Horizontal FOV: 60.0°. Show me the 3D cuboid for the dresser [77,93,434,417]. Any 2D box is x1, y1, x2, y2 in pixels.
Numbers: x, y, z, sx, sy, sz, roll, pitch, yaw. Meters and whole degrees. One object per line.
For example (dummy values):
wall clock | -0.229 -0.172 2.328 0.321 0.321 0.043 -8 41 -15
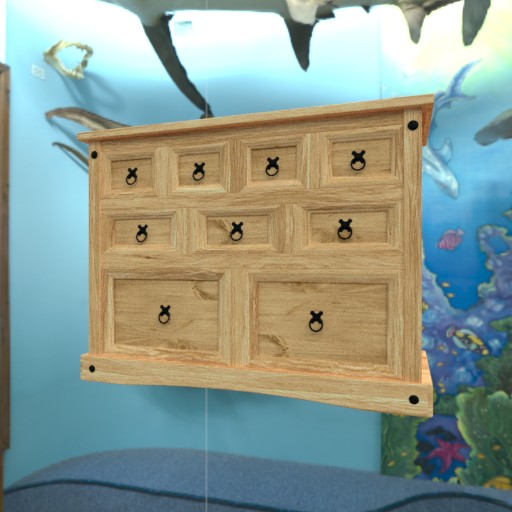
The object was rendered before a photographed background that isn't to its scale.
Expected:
dresser | 0.000 0.000 1.354 0.990 0.740 0.410 0 0 19
